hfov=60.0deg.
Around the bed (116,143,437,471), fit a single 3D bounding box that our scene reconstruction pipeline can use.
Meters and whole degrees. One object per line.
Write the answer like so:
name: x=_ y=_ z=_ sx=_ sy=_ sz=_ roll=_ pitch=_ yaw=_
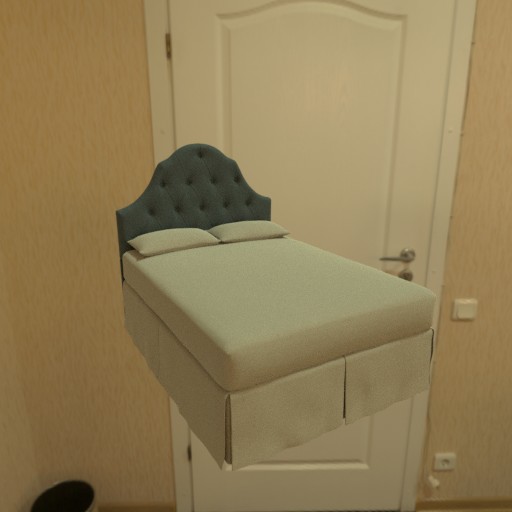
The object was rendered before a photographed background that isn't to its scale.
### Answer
bed: x=0.000 y=0.000 z=3.317 sx=1.636 sy=1.575 sz=2.155 roll=-9 pitch=18 yaw=-29
